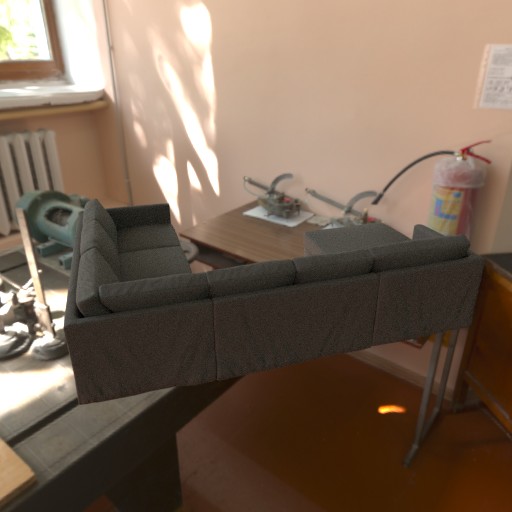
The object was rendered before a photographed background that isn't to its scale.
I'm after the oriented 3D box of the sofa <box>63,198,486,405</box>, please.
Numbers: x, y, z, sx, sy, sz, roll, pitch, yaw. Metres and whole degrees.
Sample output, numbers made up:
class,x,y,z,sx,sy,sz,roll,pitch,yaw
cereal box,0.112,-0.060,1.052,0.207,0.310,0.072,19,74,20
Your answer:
class,x,y,z,sx,sy,sz,roll,pitch,yaw
sofa,0.000,0.000,4.548,3.528,0.878,2.476,-8,26,-16
